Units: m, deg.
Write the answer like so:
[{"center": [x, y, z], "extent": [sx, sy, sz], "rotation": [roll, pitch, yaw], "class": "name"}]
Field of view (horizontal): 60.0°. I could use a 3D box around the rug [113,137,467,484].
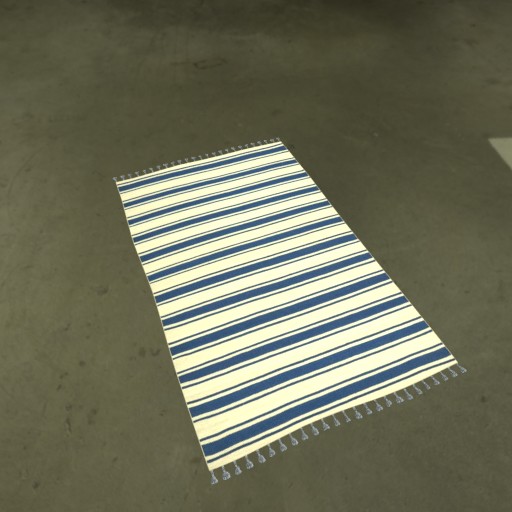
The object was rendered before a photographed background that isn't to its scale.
[{"center": [0.000, 0.000, 2.535], "extent": [1.248, 0.009, 2.108], "rotation": [-17, 50, -15], "class": "rug"}]
